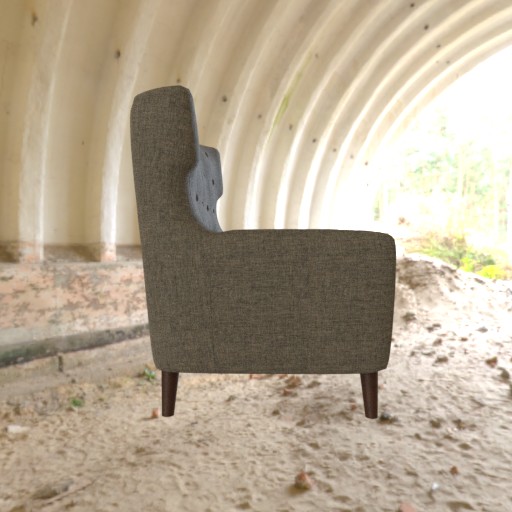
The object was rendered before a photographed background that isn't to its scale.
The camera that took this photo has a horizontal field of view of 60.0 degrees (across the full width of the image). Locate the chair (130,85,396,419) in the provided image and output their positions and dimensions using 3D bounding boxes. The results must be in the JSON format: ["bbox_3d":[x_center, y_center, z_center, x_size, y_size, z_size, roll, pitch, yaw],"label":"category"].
[{"bbox_3d":[0.000,0.000,1.775,0.904,1.063,0.878,0,0,1],"label":"chair"}]
